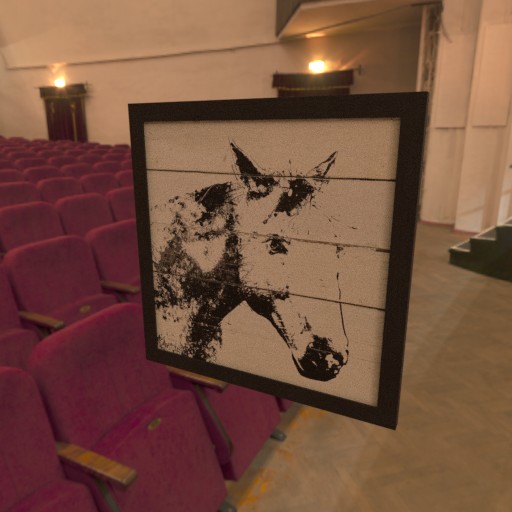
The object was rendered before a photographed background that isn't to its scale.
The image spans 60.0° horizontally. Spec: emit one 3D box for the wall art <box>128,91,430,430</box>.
[{"bbox_3d":[0.000,0.000,1.516,1.016,1.016,0.038,8,17,26],"label":"wall art"}]
